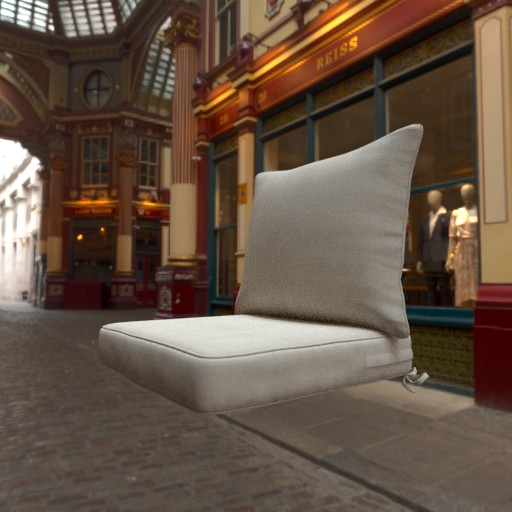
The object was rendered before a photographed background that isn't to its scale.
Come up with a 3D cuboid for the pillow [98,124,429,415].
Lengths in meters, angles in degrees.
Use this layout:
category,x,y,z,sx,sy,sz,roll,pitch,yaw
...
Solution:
category,x,y,z,sx,sy,sz,roll,pitch,yaw
pillow,0.000,0.000,1.322,0.733,0.716,0.798,2,-3,-36
